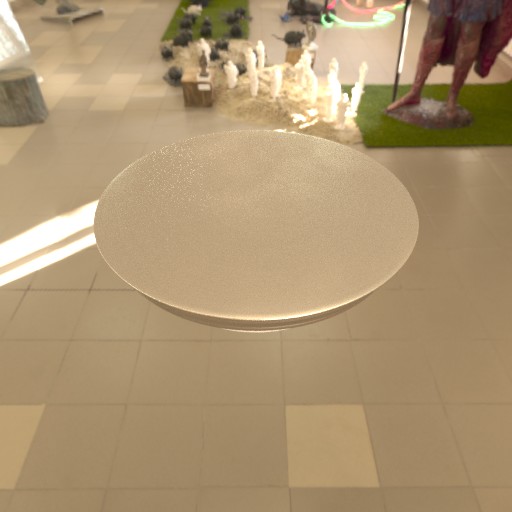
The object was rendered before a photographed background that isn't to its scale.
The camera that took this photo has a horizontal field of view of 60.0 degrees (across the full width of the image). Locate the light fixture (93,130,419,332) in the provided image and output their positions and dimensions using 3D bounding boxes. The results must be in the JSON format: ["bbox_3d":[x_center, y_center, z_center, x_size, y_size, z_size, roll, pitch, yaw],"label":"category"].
[{"bbox_3d":[0.000,0.000,0.439,0.280,0.135,0.280,0,41,0],"label":"light fixture"}]
